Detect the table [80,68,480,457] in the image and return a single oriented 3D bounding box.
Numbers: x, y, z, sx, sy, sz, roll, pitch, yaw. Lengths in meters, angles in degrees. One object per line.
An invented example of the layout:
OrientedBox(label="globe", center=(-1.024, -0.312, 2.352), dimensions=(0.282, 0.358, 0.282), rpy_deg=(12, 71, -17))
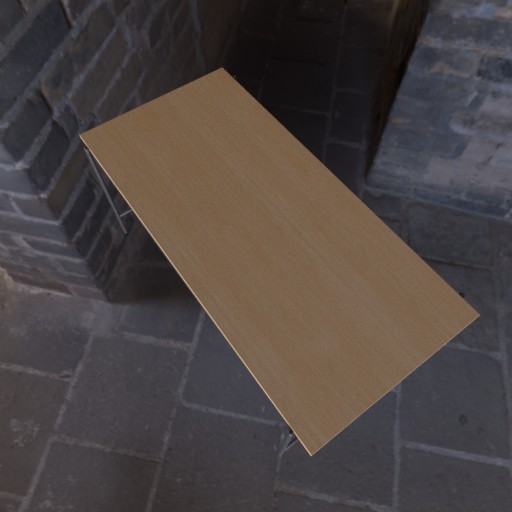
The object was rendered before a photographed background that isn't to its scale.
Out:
OrientedBox(label="table", center=(0.000, 0.000, 2.292), dimensions=(0.900, 0.758, 1.800), rpy_deg=(-32, 66, -17))
